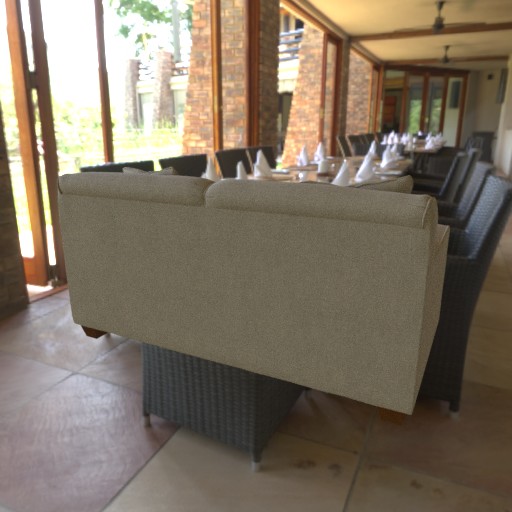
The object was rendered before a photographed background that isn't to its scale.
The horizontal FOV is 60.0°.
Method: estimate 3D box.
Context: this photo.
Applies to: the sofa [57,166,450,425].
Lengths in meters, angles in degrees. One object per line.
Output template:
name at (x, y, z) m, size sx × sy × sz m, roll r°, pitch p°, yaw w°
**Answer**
sofa at (0.000, 0.000, 2.391) m, size 1.846 × 0.958 × 0.998 m, roll 8°, pitch 18°, yaw 26°
